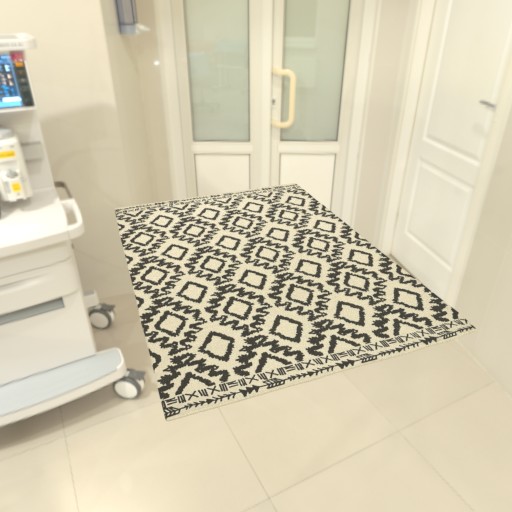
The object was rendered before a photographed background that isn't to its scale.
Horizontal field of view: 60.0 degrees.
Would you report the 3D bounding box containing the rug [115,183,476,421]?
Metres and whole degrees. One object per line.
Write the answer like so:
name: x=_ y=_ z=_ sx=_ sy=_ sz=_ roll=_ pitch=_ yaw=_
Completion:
rug: x=0.000 y=0.000 z=4.411 sx=2.444 sy=0.036 sz=3.369 roll=-11 pitch=32 yaw=-18
